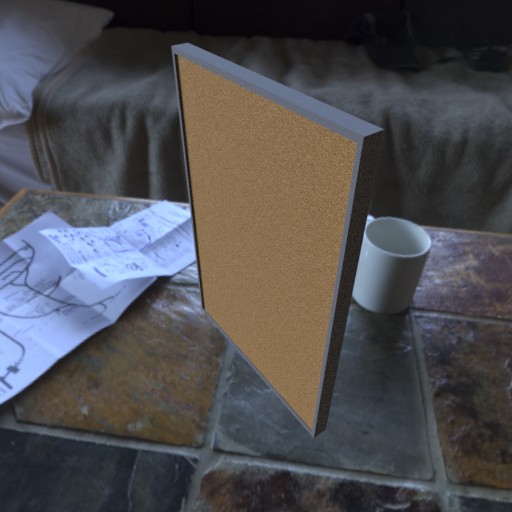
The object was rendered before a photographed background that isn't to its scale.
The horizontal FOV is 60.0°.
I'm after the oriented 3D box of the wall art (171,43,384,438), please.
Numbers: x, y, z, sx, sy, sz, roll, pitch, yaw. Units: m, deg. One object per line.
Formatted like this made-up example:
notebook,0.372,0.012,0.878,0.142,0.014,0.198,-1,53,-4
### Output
wall art,0.000,0.000,0.965,0.039,0.753,0.511,-25,46,-27
